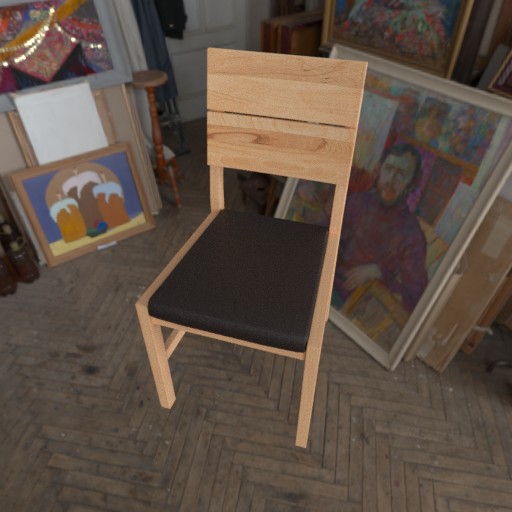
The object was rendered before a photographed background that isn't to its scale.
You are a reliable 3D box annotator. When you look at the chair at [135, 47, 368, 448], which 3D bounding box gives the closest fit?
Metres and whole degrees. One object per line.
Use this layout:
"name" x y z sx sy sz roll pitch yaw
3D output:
"chair" 0.000 0.000 1.266 0.475 0.950 0.560 11 42 13
